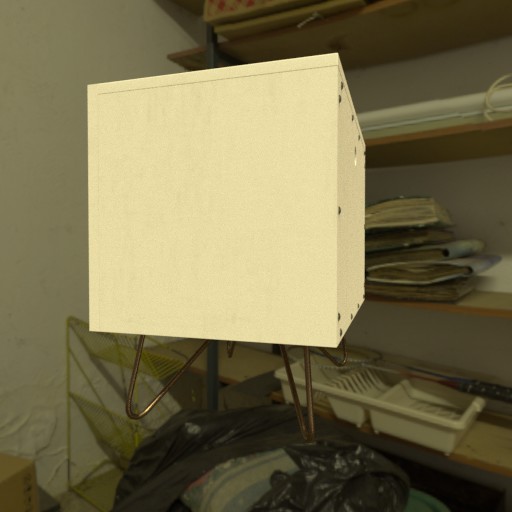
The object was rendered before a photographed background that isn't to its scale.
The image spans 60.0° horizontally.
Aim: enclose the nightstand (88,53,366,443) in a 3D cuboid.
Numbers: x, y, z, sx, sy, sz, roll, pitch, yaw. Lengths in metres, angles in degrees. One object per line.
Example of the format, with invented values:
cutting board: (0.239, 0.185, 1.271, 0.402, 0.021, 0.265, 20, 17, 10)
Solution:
nightstand: (0.000, 0.000, 1.007, 0.447, 0.604, 0.614, 0, 1, 17)
